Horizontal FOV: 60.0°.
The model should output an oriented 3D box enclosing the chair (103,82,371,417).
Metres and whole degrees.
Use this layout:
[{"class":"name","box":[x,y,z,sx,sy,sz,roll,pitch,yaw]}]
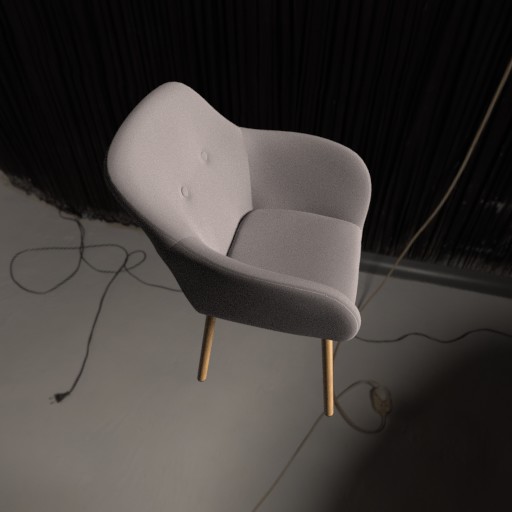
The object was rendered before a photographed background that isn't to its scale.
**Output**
[{"class":"chair","box":[0.000,0.000,1.261,0.590,0.830,0.570,9,47,9]}]
